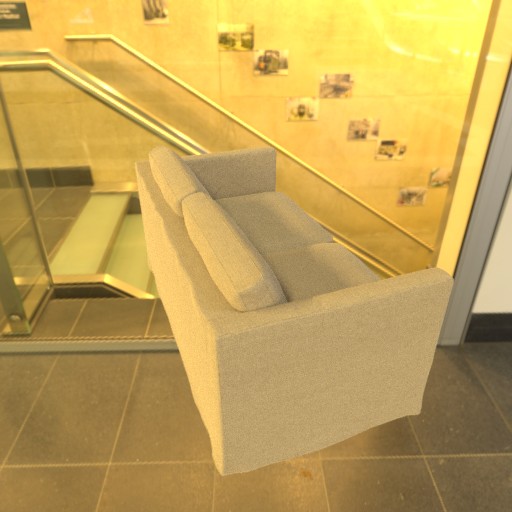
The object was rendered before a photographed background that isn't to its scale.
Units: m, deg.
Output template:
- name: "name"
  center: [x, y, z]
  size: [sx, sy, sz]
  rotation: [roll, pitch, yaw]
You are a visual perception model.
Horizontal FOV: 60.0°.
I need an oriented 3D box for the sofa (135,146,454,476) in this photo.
- name: "sofa"
  center: [0.000, 0.000, 2.309]
  size: [0.956, 0.828, 1.766]
  rotation: [-11, 32, -18]
